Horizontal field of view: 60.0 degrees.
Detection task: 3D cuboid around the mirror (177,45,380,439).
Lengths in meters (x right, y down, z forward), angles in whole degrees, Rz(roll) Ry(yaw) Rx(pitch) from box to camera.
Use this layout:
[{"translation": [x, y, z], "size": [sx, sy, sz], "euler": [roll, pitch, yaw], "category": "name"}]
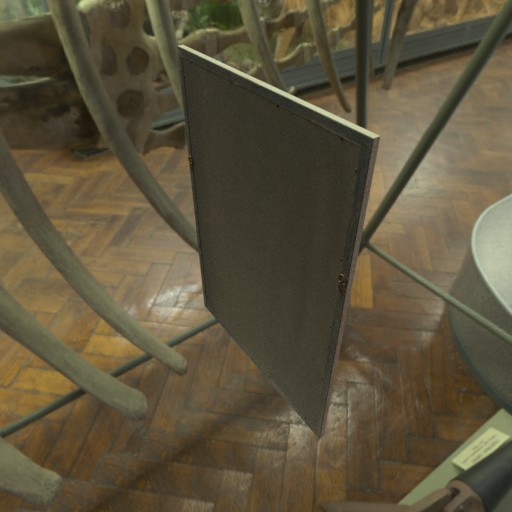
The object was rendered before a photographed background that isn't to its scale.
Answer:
[{"translation": [0.000, 0.000, 1.287], "size": [0.025, 0.996, 0.705], "euler": [-24, 45, -27], "category": "mirror"}]
